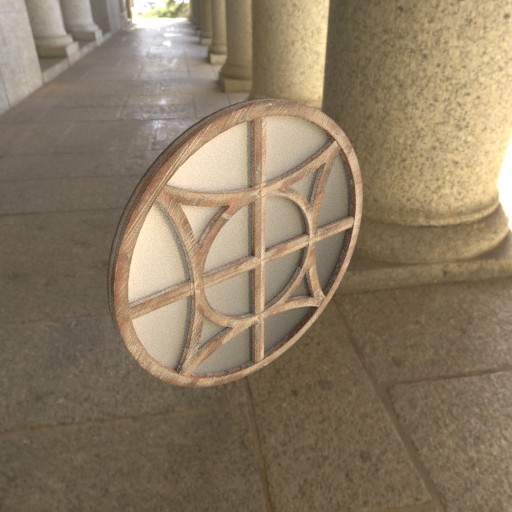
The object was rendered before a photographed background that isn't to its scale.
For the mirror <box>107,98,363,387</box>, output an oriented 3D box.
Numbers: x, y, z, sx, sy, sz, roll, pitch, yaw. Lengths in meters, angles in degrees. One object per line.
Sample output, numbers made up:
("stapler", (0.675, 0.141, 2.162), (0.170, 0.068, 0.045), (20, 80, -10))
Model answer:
("mirror", (0.000, 0.000, 1.053), (0.710, 0.710, 0.038), (-22, 38, -32))
